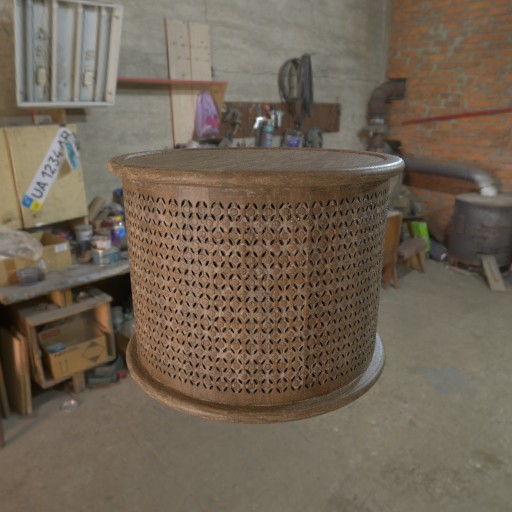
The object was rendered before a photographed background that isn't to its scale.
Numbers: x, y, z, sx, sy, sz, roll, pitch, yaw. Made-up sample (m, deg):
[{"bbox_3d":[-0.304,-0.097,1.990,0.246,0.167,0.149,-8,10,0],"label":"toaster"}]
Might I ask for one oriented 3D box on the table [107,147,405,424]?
[{"bbox_3d":[0.000,0.000,1.013,0.607,0.450,0.607,0,17,0],"label":"table"}]
